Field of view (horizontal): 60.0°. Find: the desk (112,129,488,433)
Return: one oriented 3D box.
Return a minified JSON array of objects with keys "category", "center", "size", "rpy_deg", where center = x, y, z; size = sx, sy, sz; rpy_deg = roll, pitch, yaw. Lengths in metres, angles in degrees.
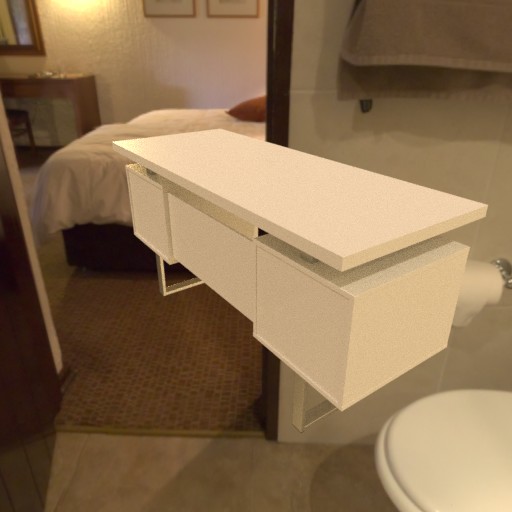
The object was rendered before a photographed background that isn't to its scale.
[{"category":"desk","center":[0.000,0.000,1.883],"size":[0.603,0.773,1.530],"rpy_deg":[-17,31,-31]}]
